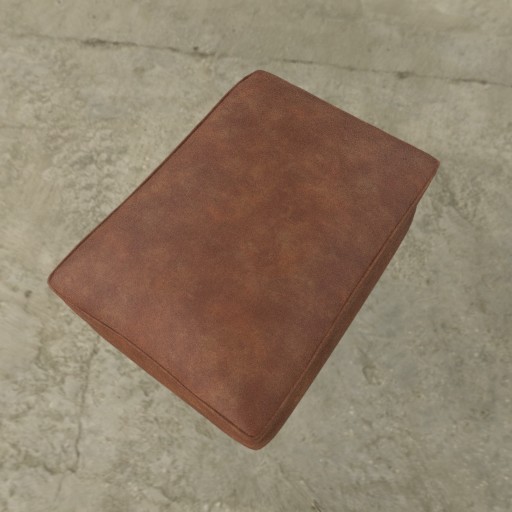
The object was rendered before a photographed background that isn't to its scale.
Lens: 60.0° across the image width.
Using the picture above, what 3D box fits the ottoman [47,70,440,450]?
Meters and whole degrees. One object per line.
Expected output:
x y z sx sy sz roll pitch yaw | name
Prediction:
0.000 0.000 0.986 0.501 0.418 0.665 33 69 15 | ottoman
